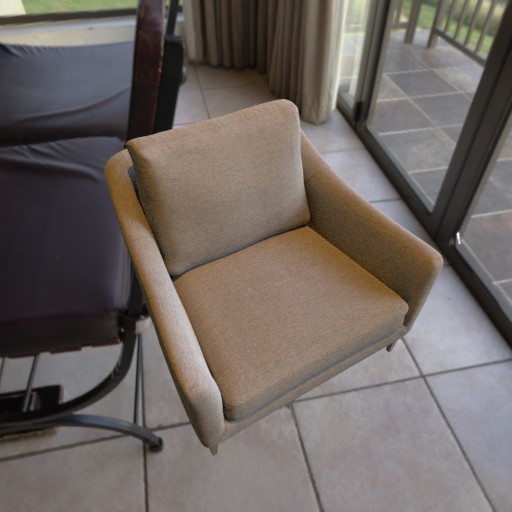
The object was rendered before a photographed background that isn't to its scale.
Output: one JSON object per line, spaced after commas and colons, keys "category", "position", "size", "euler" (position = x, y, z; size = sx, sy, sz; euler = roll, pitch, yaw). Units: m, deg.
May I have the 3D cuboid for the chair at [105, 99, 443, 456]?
{"category": "chair", "position": [0.000, 0.000, 1.726], "size": [0.986, 0.902, 0.961], "euler": [-23, 50, -21]}
